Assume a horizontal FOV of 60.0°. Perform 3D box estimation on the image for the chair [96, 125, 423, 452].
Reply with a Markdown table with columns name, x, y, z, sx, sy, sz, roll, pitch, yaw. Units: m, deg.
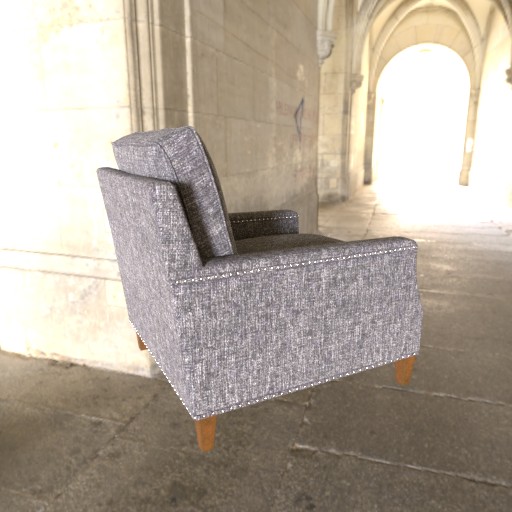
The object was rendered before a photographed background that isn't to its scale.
| name | x | y | z | sx | sy | sz | roll | pitch | yaw |
| --- | --- | --- | --- | --- | --- | --- | --- | --- | --- |
| chair | 0.000 | 0.000 | 1.729 | 1.014 | 0.943 | 0.853 | -7 | 16 | -27 |
